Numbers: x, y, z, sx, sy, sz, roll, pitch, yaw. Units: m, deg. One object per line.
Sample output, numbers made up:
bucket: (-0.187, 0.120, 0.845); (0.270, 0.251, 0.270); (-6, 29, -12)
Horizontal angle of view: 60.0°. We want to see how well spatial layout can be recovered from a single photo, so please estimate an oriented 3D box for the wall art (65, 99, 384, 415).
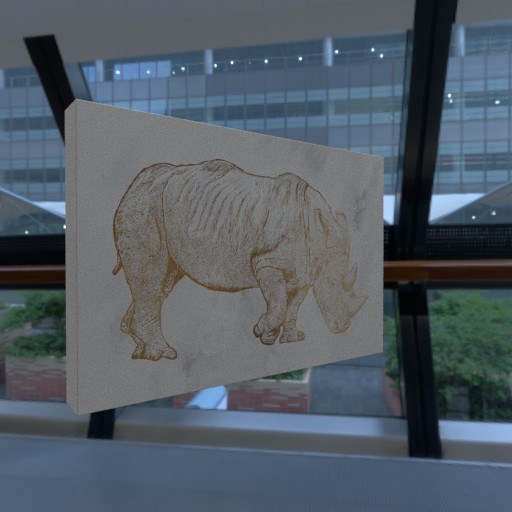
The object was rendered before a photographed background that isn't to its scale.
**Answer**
wall art: (0.000, 0.000, 0.482); (0.381, 0.254, 0.038); (-1, 1, -36)
